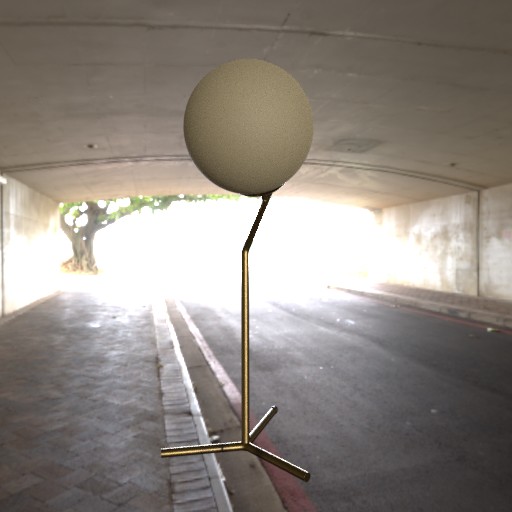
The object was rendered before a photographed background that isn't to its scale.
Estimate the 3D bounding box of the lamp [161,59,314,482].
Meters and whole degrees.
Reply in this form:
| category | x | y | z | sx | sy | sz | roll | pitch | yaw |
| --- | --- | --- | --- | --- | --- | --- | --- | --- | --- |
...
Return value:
| category | x | y | z | sx | sy | sz | roll | pitch | yaw |
| --- | --- | --- | --- | --- | --- | --- | --- | --- | --- |
| lamp | 0.000 | 0.000 | 0.672 | 0.210 | 0.552 | 0.251 | 0 | 1 | 19 |
